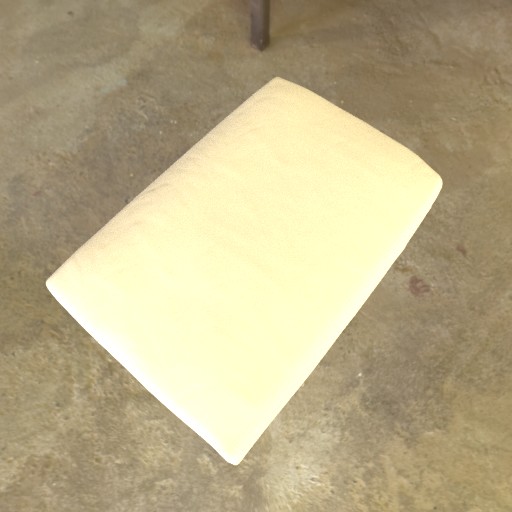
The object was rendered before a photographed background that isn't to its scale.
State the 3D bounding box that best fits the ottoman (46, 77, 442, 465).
[{"bbox_3d":[0.000,0.000,1.202,0.590,0.444,0.872,37,69,16],"label":"ottoman"}]
